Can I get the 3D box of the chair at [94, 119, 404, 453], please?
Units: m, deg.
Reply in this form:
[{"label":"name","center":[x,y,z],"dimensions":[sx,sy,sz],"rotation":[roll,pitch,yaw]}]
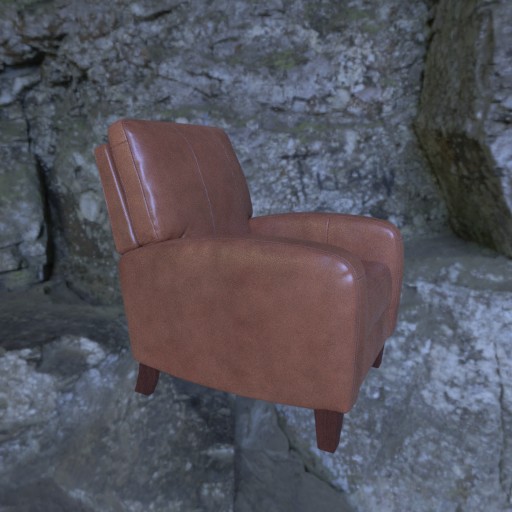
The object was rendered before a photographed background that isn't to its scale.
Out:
[{"label":"chair","center":[0.000,0.000,1.685],"dimensions":[0.990,0.990,0.762],"rotation":[7,15,27]}]
